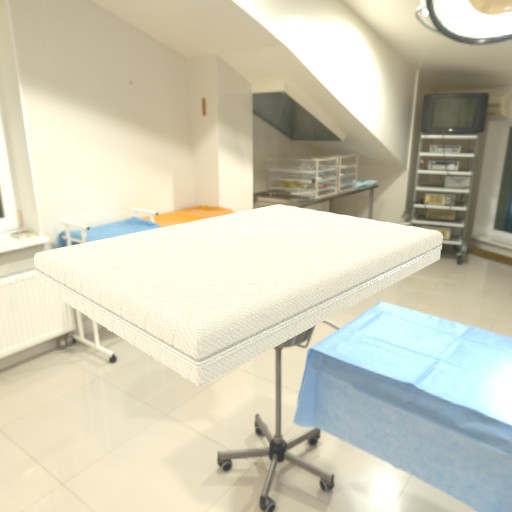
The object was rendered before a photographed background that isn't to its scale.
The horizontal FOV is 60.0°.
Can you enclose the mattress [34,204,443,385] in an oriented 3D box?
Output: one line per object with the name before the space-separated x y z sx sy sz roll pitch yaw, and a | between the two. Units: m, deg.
mattress | 0.000 0.000 2.613 1.400 0.200 2.000 16 23 42
